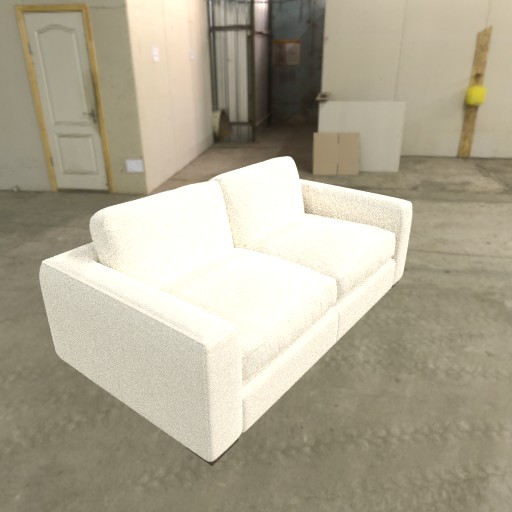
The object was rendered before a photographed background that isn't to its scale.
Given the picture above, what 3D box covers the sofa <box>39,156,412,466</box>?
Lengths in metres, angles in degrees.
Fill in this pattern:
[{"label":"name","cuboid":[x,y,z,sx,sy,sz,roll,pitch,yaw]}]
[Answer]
[{"label":"sofa","cuboid":[0.000,0.000,2.453,1.069,0.801,1.920,18,31,34]}]
